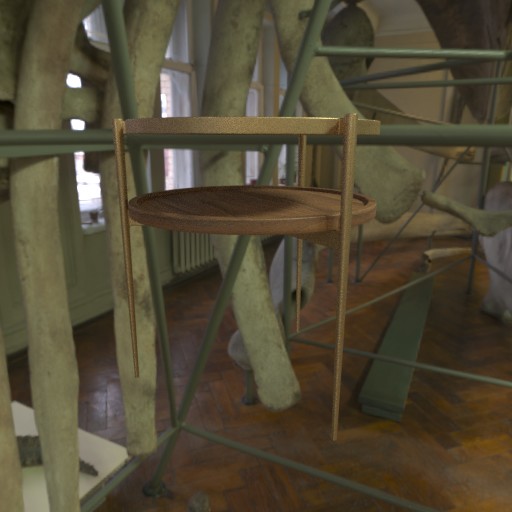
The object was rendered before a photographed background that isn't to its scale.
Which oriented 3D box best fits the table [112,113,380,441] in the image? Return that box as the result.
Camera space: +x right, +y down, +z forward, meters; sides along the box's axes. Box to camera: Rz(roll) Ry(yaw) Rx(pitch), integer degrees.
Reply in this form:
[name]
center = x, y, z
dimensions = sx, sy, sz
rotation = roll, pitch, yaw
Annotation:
[table]
center = 0.000, 0.000, 0.834
dimensions = 0.430, 0.493, 0.456
rotation = 8, 17, 27
